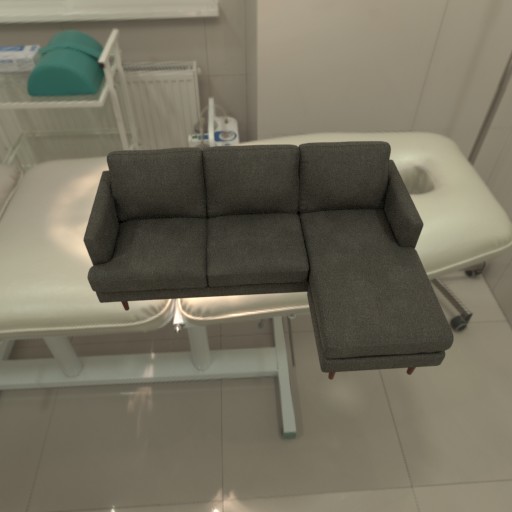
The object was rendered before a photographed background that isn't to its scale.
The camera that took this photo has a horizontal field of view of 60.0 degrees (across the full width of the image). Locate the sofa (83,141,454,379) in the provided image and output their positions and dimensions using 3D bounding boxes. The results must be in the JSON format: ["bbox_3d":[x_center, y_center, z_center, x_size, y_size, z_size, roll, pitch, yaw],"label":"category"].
[{"bbox_3d":[0.000,0.000,3.016,2.233,0.956,1.504,-3,47,-3],"label":"sofa"}]
